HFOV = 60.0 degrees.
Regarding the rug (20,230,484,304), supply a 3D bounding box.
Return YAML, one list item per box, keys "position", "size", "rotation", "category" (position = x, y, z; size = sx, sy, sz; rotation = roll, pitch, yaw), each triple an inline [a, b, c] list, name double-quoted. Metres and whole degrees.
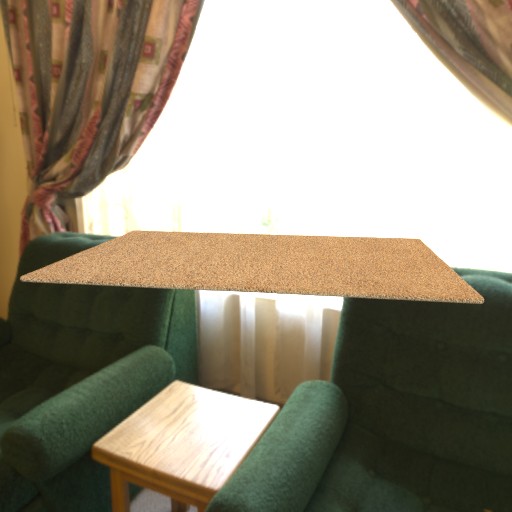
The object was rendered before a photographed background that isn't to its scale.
- position: [0.000, 0.000, 3.015]
  size: [2.438, 0.030, 1.524]
  rotation: [2, 13, 9]
  category: "rug"
